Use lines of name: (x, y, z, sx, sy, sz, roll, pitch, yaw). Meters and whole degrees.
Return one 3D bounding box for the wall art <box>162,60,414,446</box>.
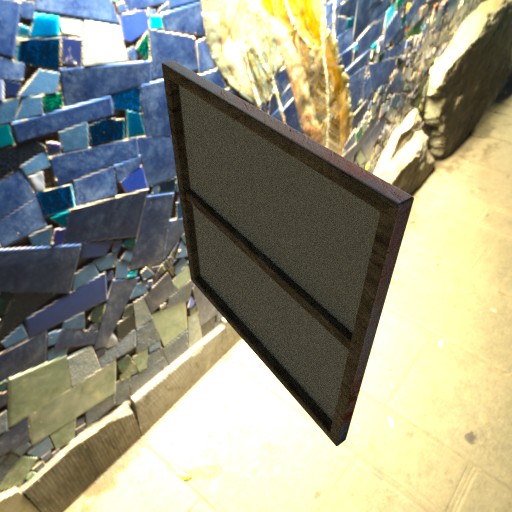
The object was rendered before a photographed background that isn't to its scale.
wall art: (0.000, 0.000, 1.113, 0.035, 0.747, 0.747, -26, 48, -26)
